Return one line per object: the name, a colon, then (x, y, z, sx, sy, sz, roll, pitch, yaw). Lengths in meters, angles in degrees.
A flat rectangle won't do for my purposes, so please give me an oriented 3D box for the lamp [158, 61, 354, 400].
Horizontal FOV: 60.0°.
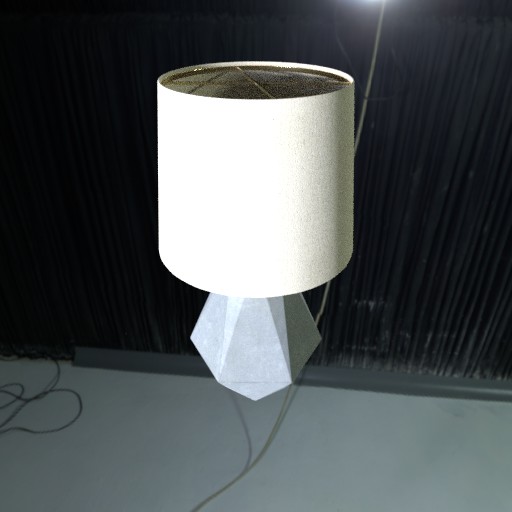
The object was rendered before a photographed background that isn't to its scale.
lamp: (0.000, 0.000, 0.658, 0.276, 0.501, 0.276, 0, 32, 0)
